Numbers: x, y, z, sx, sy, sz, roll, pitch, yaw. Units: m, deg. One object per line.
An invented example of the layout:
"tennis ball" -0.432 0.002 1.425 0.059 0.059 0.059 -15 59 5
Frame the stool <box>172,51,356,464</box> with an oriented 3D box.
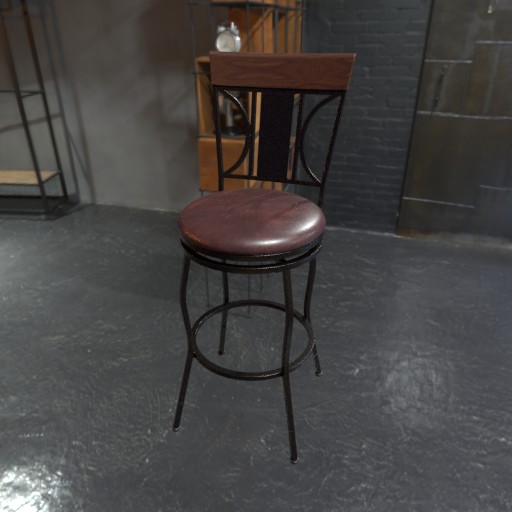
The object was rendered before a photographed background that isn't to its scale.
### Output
"stool" 0.000 0.000 1.377 0.448 1.130 0.513 8 29 16
